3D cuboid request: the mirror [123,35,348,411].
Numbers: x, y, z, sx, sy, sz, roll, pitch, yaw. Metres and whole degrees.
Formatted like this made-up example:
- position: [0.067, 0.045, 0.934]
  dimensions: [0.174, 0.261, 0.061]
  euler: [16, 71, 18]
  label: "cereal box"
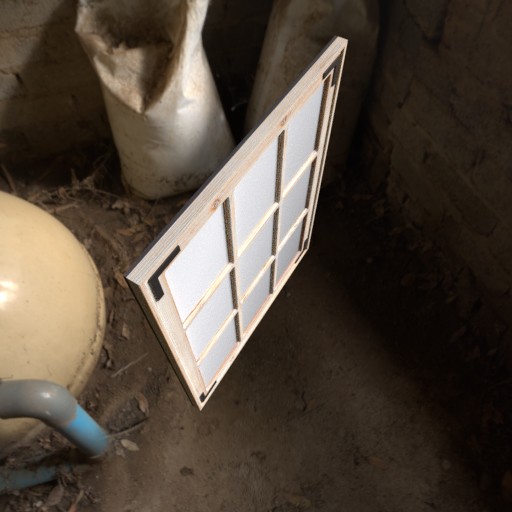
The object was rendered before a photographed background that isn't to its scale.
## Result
- position: [0.000, 0.000, 1.219]
  dimensions: [0.032, 0.882, 0.730]
  euler: [28, 63, 16]
  label: "mirror"
